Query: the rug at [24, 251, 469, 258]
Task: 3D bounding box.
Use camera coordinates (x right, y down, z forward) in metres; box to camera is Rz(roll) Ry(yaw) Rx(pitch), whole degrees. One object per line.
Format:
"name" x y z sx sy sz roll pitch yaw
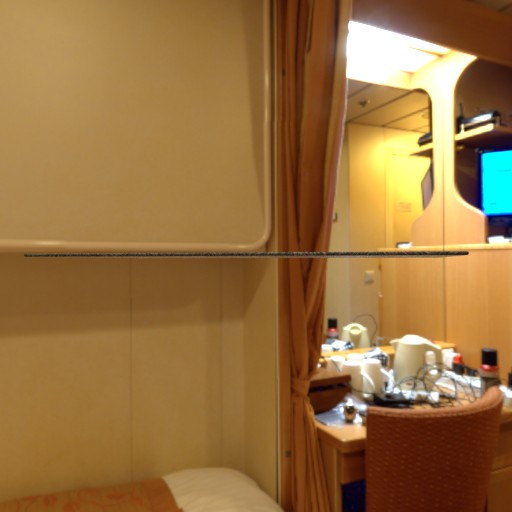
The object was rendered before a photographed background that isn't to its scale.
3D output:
"rug" 0.000 0.000 2.884 2.330 0.017 1.478 0 -1 18
